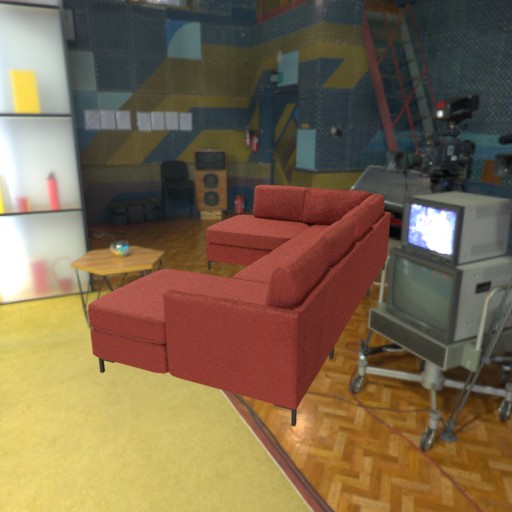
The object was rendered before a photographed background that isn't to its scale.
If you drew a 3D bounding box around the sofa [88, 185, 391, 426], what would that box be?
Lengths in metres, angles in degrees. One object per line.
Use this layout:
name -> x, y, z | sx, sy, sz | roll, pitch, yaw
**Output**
sofa -> 0.000, 0.000, 4.369 | 2.055, 0.992, 3.434 | 7, 18, 24
